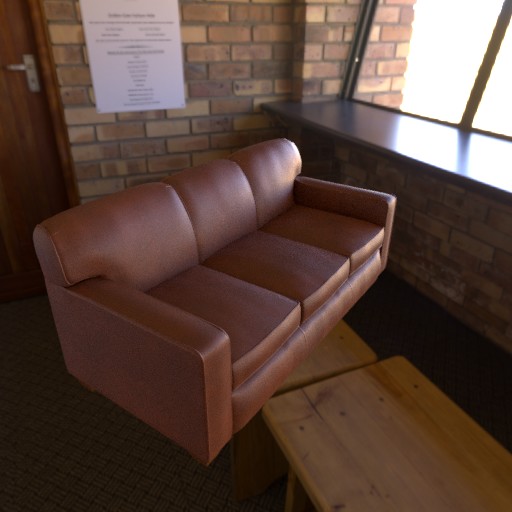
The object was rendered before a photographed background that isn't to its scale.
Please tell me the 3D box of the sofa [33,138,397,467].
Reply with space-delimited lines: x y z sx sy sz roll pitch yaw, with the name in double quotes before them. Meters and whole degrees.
"sofa" 0.000 0.000 2.572 1.008 0.953 2.039 18 32 31
